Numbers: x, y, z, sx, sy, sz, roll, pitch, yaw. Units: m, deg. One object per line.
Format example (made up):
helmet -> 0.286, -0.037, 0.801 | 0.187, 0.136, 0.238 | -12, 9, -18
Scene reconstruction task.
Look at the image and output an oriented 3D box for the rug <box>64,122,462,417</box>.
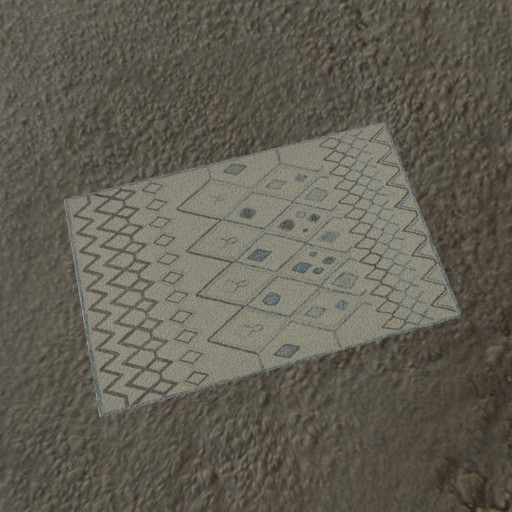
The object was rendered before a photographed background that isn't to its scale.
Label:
rug -> 0.000, 0.000, 3.063 | 2.439, 0.015, 1.524 | -15, 75, -4
